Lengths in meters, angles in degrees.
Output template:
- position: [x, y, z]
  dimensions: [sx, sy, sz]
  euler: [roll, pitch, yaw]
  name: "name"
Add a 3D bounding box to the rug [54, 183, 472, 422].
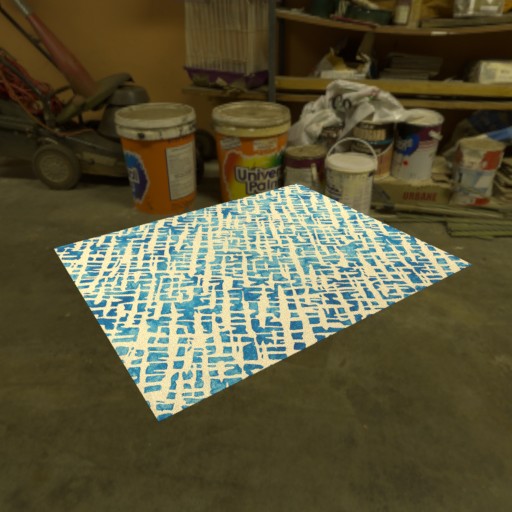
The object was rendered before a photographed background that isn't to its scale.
- position: [0.000, 0.000, 4.091]
  dimensions: [3.007, 0.007, 2.435]
  euler: [-19, 35, -29]
  name: "rug"
